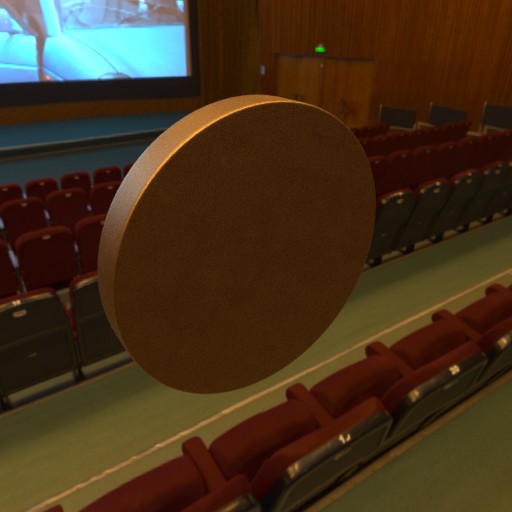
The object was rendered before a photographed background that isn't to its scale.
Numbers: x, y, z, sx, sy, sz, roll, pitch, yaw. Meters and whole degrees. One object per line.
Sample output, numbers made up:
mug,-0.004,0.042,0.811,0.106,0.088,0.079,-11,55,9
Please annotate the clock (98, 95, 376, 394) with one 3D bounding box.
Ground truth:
clock,0.000,0.000,0.461,0.314,0.314,0.040,-18,34,-30
